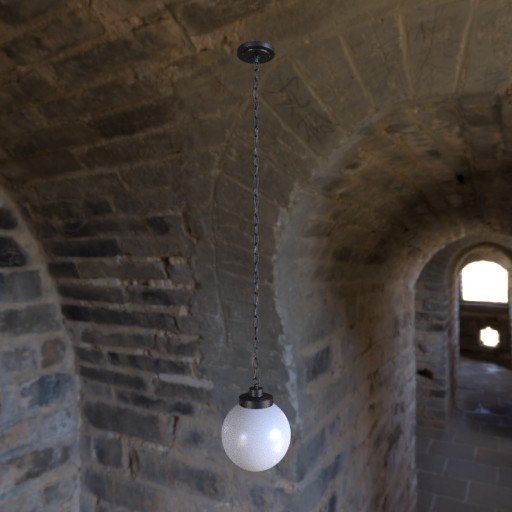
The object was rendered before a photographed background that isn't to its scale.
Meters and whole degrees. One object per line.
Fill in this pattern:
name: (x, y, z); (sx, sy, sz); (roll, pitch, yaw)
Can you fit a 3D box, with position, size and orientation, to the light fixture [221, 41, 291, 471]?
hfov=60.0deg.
light fixture: (0.000, 0.000, 1.982); (0.305, 1.867, 0.304); (1, -2, -17)
